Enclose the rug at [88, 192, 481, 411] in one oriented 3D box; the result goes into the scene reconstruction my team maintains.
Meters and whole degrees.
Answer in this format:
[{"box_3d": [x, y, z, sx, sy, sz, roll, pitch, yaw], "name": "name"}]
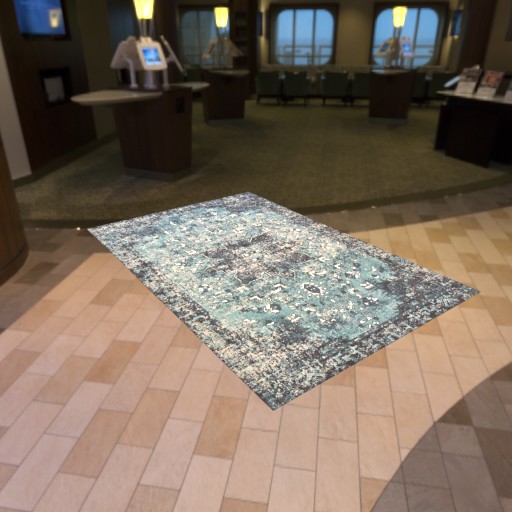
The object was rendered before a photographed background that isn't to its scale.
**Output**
[{"box_3d": [0.000, 0.000, 2.373, 1.219, 0.005, 1.828, -18, 31, -32], "name": "rug"}]
